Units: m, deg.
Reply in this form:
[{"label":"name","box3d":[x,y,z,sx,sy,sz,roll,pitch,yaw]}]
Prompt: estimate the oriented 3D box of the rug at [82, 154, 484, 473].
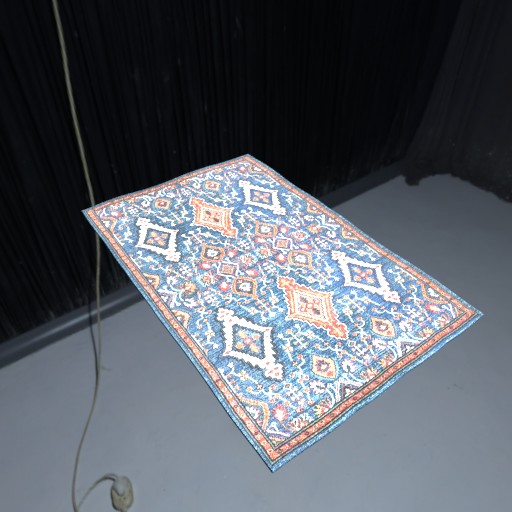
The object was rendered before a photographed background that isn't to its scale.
[{"label":"rug","box3d":[0.000,0.000,2.277,1.195,0.014,1.847,-25,47,-26]}]
